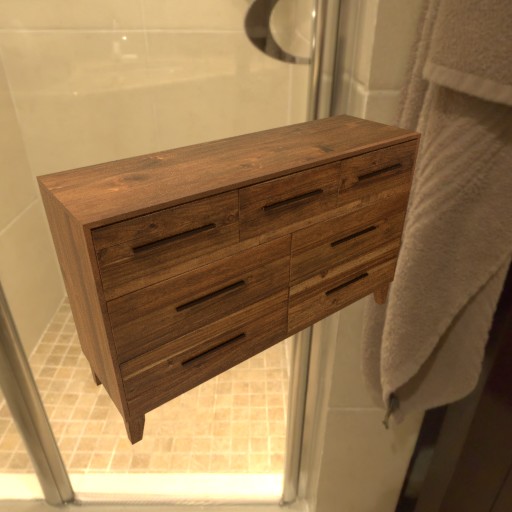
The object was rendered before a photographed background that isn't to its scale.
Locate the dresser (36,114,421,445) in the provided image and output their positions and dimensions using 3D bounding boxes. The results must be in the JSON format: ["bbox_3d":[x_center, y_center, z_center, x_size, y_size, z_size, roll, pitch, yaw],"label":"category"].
[{"bbox_3d":[0.000,0.000,1.827,1.400,0.873,0.446,-21,36,-32],"label":"dresser"}]
